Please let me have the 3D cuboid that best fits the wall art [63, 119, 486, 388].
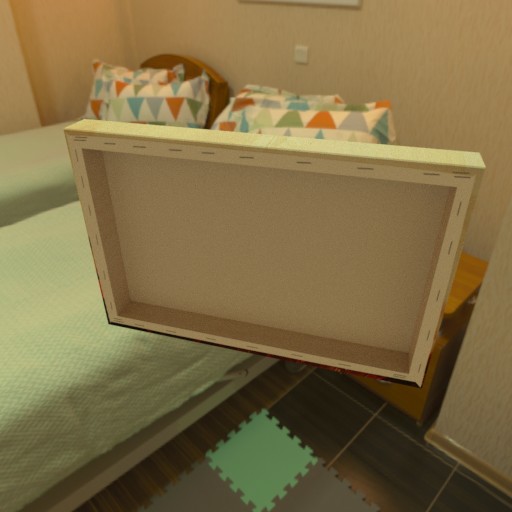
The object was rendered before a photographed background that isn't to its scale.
[{"bbox_3d":[0.000,0.000,0.470,0.383,0.251,0.037,9,33,13],"label":"wall art"}]
